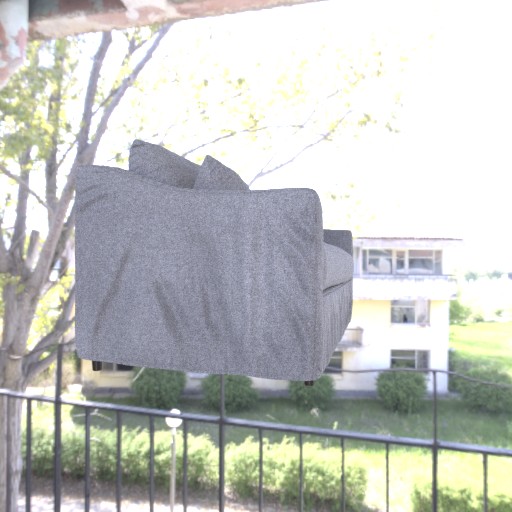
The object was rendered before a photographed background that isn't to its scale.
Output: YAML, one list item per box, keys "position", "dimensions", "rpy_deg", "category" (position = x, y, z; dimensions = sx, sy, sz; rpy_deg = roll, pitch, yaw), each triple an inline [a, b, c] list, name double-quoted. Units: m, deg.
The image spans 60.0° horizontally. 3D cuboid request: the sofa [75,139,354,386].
- position: [0.000, 0.000, 2.679]
  dimensions: [1.072, 1.018, 2.010]
  rpy_deg: [0, -1, 16]
  category: "sofa"
